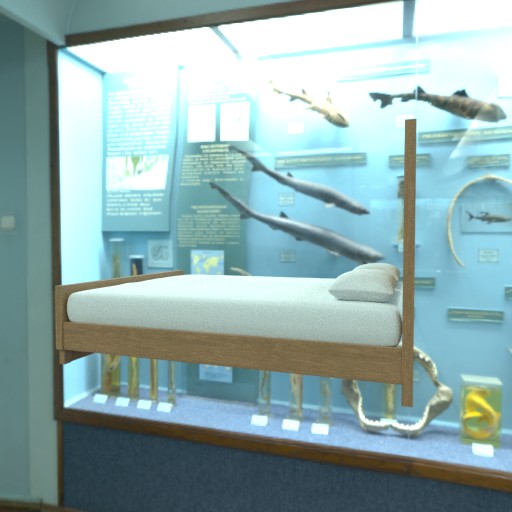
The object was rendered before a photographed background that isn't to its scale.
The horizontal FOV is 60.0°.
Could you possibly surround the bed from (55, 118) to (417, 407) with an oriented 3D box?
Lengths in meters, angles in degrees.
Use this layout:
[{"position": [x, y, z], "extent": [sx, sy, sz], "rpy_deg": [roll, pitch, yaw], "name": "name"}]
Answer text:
[{"position": [0.000, 0.000, 3.246], "extent": [2.184, 1.387, 1.606], "rpy_deg": [1, 2, 20], "name": "bed"}]
